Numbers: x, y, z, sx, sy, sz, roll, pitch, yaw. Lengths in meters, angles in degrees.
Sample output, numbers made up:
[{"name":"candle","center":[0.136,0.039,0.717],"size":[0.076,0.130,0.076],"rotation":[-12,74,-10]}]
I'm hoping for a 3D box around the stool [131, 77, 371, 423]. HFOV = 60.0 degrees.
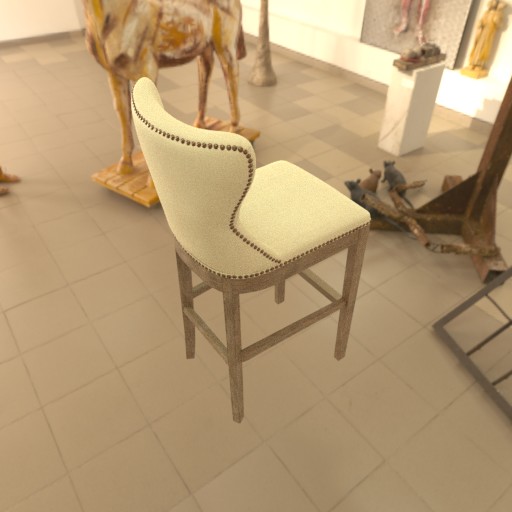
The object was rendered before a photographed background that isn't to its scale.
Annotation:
[{"name":"stool","center":[0.000,0.000,1.469],"size":[0.606,1.123,0.494],"rotation":[-26,47,-27]}]
